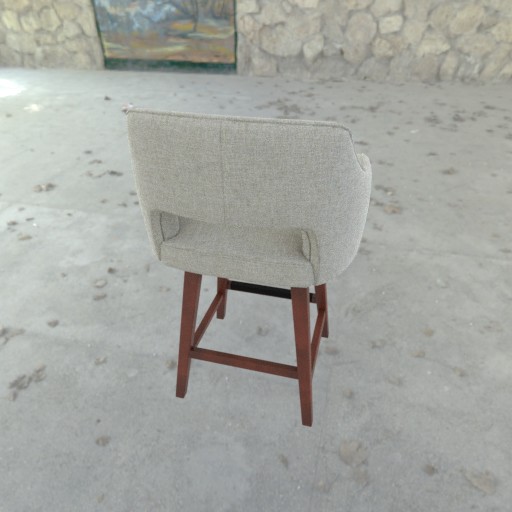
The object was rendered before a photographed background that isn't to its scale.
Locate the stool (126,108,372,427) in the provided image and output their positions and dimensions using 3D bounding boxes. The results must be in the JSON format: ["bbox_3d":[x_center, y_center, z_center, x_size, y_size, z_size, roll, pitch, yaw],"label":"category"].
[{"bbox_3d":[0.000,0.000,1.306,0.599,0.944,0.558,8,33,13],"label":"stool"}]
